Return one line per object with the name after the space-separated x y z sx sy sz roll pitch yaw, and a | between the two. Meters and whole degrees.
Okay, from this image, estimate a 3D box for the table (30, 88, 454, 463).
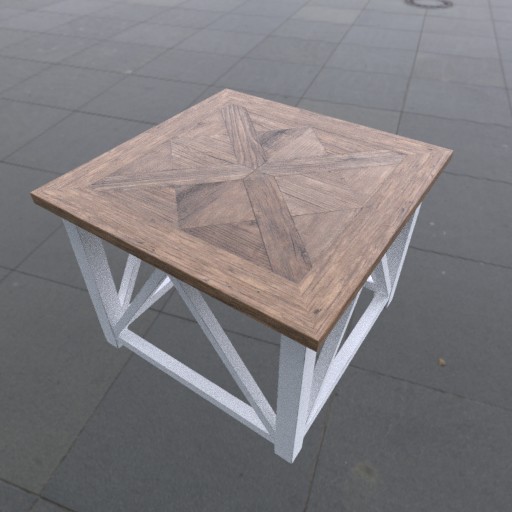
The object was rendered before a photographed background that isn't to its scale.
0.000 0.000 1.198 0.700 0.532 0.700 24 47 25 | table
